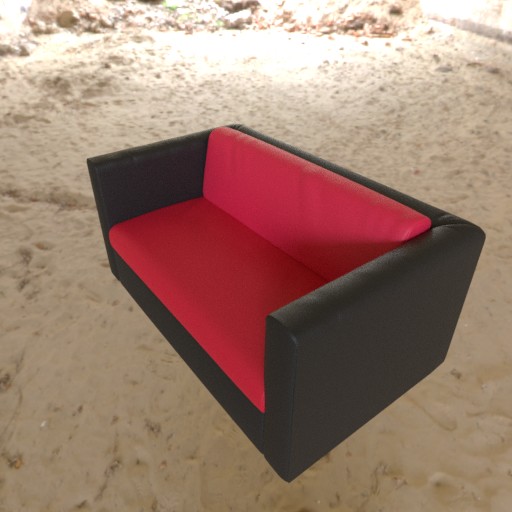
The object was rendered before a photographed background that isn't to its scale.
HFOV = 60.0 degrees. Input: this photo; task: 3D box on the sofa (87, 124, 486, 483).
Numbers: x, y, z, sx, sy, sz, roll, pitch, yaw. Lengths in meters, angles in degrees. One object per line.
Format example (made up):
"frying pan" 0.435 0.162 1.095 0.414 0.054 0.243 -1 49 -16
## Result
"sofa" 0.000 0.000 1.859 0.845 0.735 1.410 -23 40 -30
